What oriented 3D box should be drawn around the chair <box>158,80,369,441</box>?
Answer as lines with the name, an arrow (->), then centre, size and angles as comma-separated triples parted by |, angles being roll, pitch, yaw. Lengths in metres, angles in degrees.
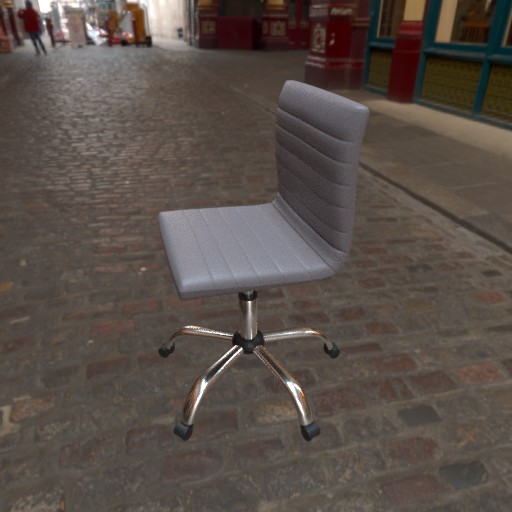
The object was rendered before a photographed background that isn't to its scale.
chair -> 0.000, 0.000, 1.115 | 0.530, 0.780, 0.556 | -9, 30, -15
